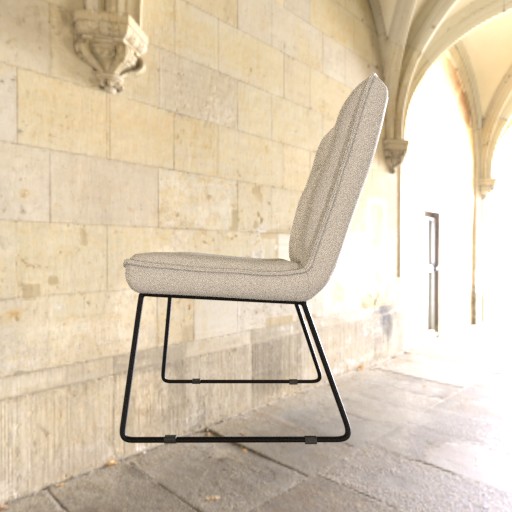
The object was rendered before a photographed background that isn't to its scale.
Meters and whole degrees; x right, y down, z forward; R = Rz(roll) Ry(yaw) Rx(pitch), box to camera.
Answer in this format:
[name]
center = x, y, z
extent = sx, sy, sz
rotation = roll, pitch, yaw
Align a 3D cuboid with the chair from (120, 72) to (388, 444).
[chair]
center = 0.000, 0.000, 1.351
extent = 0.688, 0.930, 0.515
rotation = 0, 1, 0
